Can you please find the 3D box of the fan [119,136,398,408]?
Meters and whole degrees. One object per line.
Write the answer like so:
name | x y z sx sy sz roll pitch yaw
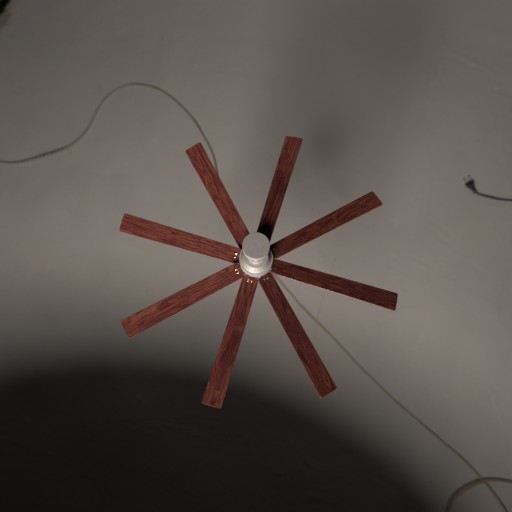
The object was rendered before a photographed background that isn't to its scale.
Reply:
fan | 0.000 0.000 2.695 1.830 0.472 1.830 16 76 4
